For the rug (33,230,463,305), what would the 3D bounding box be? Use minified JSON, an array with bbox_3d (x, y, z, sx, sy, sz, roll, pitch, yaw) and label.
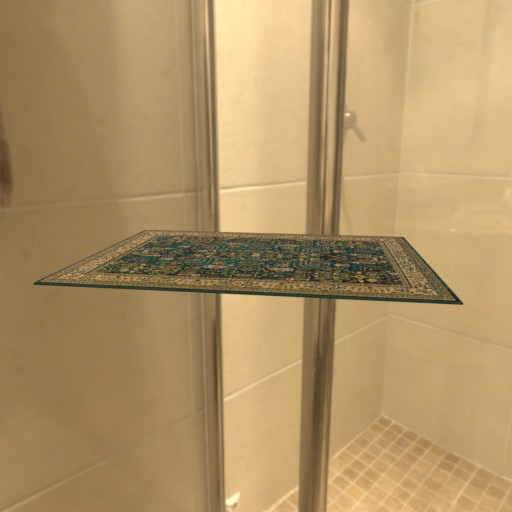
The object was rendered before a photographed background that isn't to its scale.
[{"bbox_3d":[0.000,0.000,3.016,2.213,0.013,1.594,2,14,8],"label":"rug"}]
